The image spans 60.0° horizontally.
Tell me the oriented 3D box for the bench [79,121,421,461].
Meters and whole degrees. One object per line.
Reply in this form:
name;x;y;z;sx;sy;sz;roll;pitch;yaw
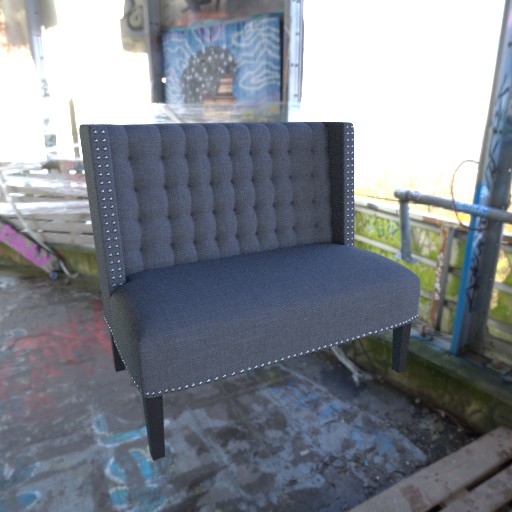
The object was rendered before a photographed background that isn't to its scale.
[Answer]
bench;0.000;0.000;1.967;1.276;1.121;0.842;-9;20;-27
